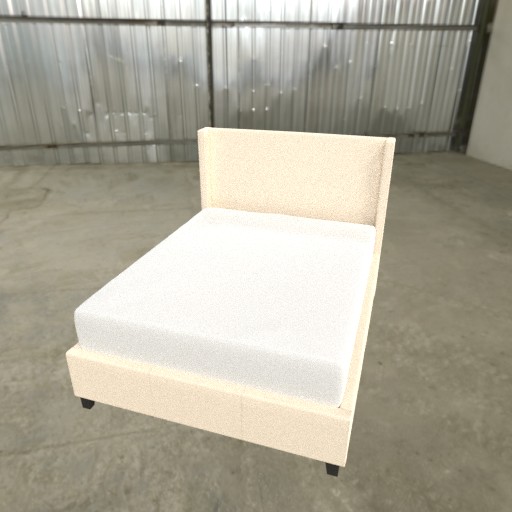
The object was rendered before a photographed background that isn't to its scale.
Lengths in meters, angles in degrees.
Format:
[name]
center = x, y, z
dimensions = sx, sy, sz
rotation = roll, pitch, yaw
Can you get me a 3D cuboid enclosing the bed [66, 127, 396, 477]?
[bed]
center = 0.000, 0.000, 3.359
dimensions = 1.765, 1.471, 2.280
rotation = 8, 27, 16
